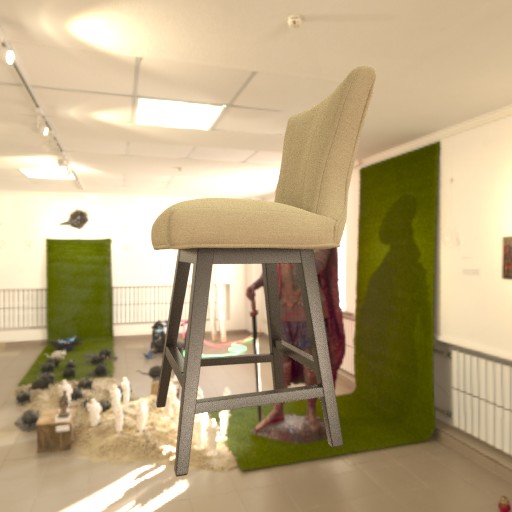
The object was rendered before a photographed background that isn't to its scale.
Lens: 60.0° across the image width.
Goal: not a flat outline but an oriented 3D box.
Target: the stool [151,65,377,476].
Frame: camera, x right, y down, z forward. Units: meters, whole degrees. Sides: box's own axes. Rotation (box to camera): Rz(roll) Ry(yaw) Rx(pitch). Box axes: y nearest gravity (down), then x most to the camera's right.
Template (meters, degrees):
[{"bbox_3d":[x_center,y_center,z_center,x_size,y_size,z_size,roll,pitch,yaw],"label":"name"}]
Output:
[{"bbox_3d":[0.000,0.000,1.318,0.574,1.000,0.514,0,1,-18],"label":"stool"}]
